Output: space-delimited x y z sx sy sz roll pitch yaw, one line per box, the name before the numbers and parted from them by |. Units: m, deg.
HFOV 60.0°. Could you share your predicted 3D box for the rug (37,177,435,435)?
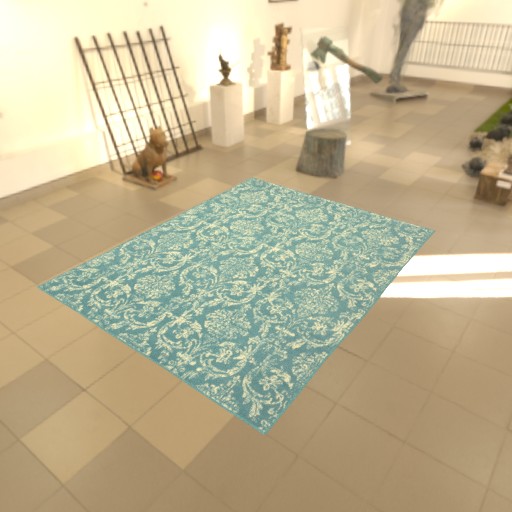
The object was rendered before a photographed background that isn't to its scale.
rug | 0.000 0.000 4.126 2.363 0.012 2.980 22 38 30
